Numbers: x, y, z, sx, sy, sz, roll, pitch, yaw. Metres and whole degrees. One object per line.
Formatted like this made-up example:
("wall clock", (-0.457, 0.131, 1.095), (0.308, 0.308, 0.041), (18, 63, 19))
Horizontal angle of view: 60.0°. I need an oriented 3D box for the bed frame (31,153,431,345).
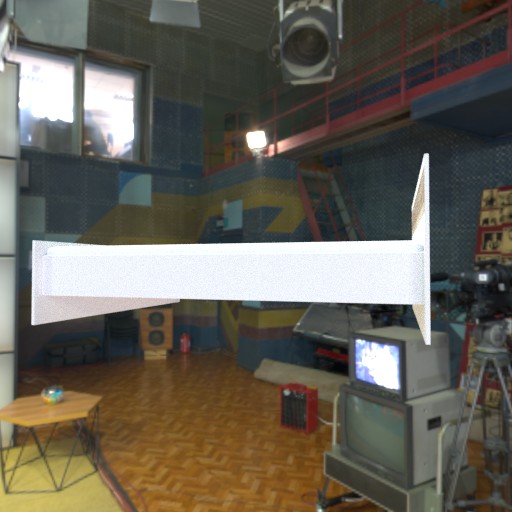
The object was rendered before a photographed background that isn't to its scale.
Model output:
("bed frame", (0.000, 0.000, 2.968), (2.060, 0.800, 1.720), (0, -1, 18))
